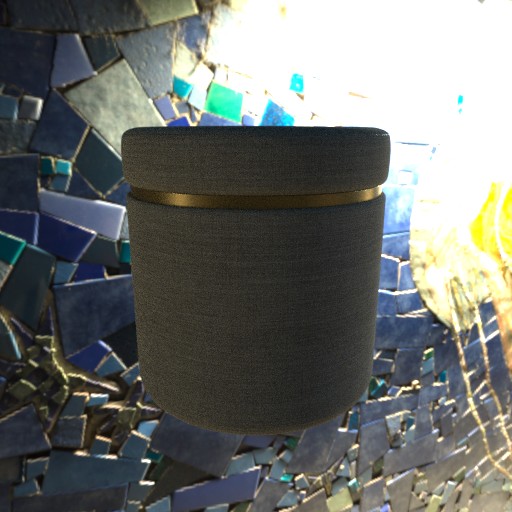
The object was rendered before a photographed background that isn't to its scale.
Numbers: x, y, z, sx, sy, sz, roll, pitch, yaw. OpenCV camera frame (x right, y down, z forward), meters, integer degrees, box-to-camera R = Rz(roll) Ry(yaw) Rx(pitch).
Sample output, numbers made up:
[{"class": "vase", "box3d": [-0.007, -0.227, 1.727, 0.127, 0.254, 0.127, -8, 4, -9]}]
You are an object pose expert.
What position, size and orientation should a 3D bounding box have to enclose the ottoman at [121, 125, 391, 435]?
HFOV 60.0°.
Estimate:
[{"class": "ottoman", "box3d": [0.000, 0.000, 0.729, 0.400, 0.406, 0.400, 0, 15, 0]}]
